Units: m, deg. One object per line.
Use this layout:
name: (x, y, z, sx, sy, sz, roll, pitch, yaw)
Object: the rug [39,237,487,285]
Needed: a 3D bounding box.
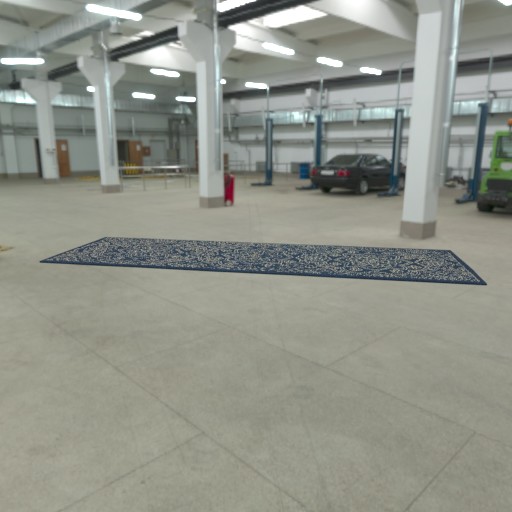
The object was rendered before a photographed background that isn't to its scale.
rug: (0.000, 0.000, 2.740, 2.448, 0.012, 0.769, 3, 14, 10)
